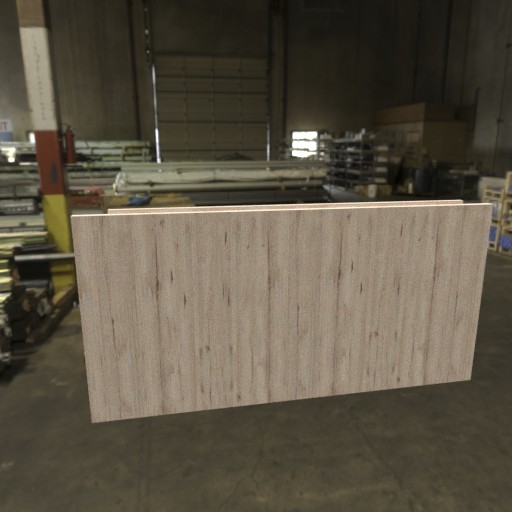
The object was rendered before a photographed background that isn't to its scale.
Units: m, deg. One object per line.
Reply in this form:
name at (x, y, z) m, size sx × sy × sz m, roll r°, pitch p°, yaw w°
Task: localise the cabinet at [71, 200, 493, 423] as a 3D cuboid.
cabinet at (0.000, 0.000, 3.085) m, size 1.950 × 0.970 × 2.080 m, roll -3°, pitch 14°, yaw -11°
